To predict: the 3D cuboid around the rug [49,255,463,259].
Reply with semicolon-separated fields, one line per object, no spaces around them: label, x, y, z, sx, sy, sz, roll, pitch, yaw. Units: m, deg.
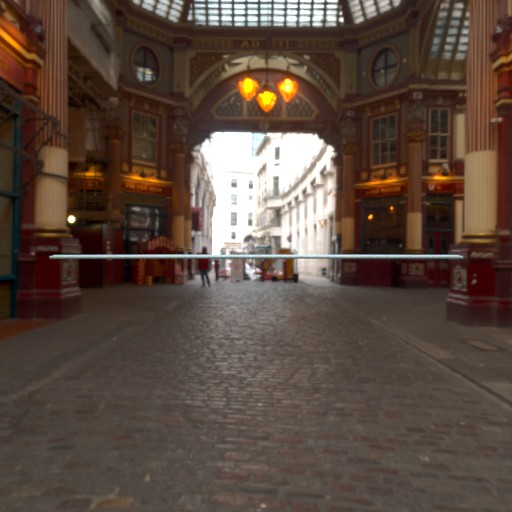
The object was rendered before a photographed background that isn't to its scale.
rug;0.000;0.000;2.796;1.589;0.014;2.205;0;0;0
